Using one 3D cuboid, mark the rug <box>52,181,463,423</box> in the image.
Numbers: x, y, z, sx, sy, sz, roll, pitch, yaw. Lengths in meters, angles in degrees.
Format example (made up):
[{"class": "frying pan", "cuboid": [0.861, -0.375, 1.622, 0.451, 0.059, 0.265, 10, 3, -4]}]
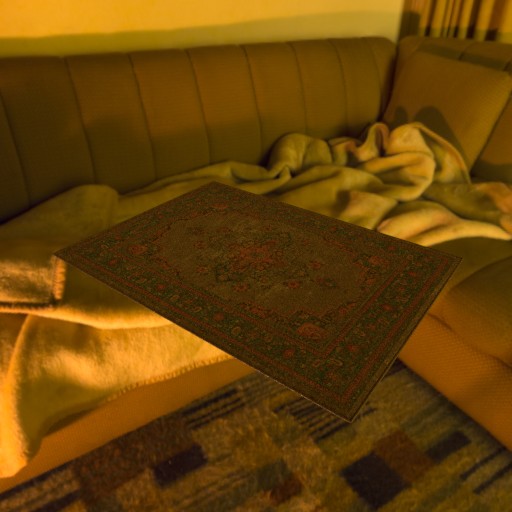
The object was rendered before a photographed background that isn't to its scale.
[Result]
[{"class": "rug", "cuboid": [0.000, 0.000, 2.940, 2.214, 0.013, 1.609, 22, 38, 31]}]
